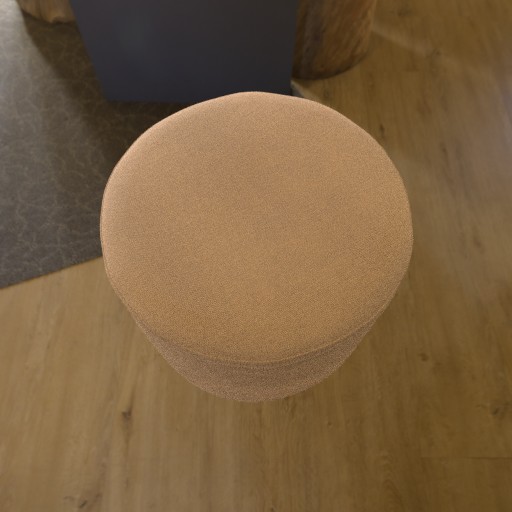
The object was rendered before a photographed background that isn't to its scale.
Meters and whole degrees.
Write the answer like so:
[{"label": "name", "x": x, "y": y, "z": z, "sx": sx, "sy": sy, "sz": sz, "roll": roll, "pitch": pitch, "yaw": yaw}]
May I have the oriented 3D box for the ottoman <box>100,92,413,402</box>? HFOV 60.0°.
[{"label": "ottoman", "x": 0.000, "y": 0.000, "z": 0.850, "sx": 0.497, "sy": 0.409, "sz": 0.497, "roll": 0, "pitch": 63, "yaw": 0}]
